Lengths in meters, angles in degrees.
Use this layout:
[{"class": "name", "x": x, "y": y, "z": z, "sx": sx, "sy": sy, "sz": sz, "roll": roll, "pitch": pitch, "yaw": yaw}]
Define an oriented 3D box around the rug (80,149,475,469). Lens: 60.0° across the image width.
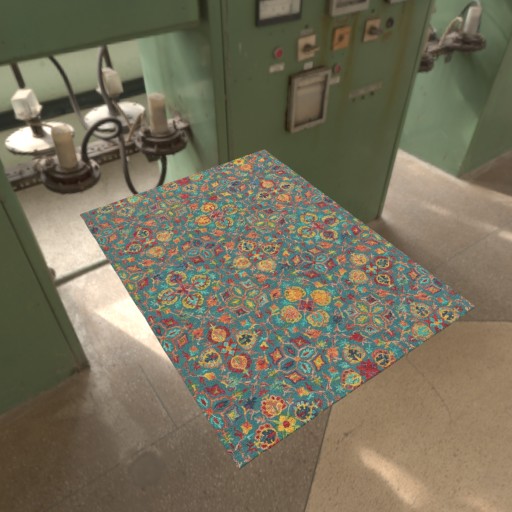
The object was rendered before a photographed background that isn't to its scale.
[{"class": "rug", "x": 0.000, "y": 0.000, "z": 4.312, "sx": 2.434, "sy": 0.025, "sz": 3.204, "roll": -25, "pitch": 49, "yaw": -24}]
